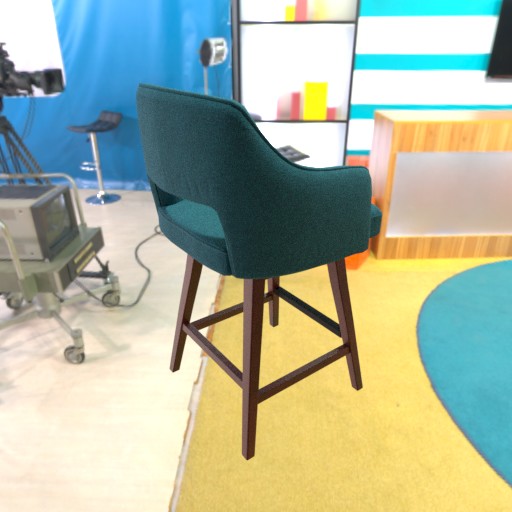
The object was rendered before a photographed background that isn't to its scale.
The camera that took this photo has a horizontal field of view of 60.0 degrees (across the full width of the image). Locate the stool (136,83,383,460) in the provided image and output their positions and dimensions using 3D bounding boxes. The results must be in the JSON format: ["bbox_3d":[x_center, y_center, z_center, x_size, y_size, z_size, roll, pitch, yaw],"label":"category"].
[{"bbox_3d":[0.000,0.000,1.295,0.556,0.961,0.548,-18,32,-32],"label":"stool"}]
